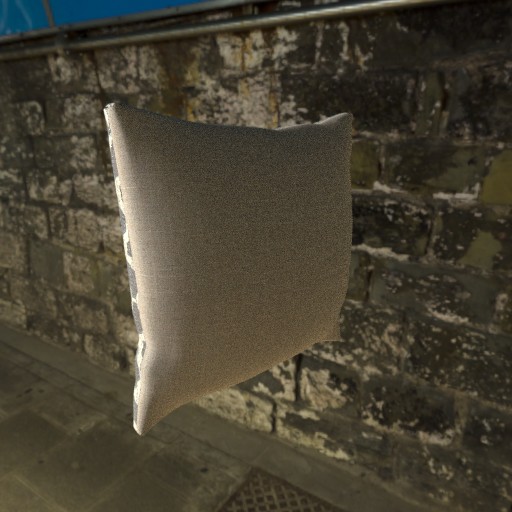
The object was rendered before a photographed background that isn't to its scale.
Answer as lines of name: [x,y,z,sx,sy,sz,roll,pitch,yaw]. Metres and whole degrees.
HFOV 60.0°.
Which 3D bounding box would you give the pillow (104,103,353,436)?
pillow: [0.000,0.000,0.789,0.508,0.498,0.215,-14,21,-40]
